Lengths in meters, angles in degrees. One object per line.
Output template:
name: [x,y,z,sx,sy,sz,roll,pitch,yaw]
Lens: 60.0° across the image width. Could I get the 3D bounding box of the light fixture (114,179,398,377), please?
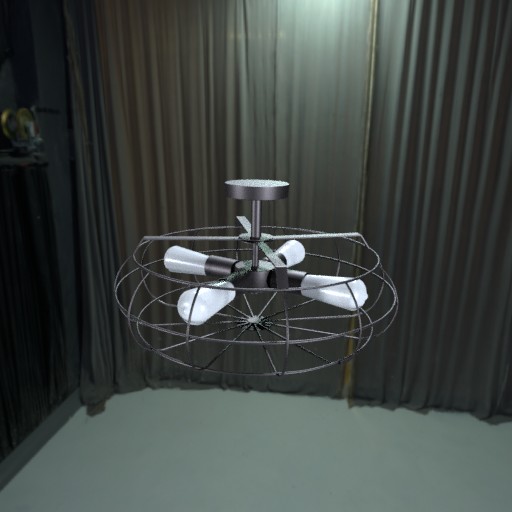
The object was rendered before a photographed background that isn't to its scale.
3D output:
light fixture: [0.000,0.000,0.941,0.582,0.311,0.582,0,15,0]
